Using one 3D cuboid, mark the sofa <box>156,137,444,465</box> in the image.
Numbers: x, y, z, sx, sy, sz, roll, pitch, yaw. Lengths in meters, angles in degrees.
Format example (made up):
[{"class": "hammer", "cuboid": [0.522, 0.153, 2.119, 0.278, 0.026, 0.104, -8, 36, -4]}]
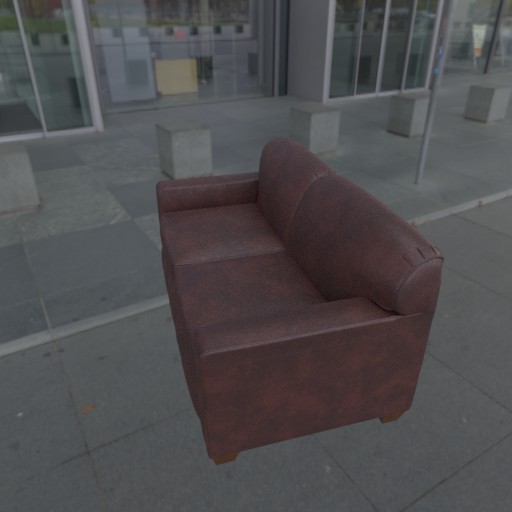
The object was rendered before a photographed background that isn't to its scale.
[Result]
[{"class": "sofa", "cuboid": [0.000, 0.000, 2.488, 1.000, 0.966, 1.856, -8, 30, -14]}]
